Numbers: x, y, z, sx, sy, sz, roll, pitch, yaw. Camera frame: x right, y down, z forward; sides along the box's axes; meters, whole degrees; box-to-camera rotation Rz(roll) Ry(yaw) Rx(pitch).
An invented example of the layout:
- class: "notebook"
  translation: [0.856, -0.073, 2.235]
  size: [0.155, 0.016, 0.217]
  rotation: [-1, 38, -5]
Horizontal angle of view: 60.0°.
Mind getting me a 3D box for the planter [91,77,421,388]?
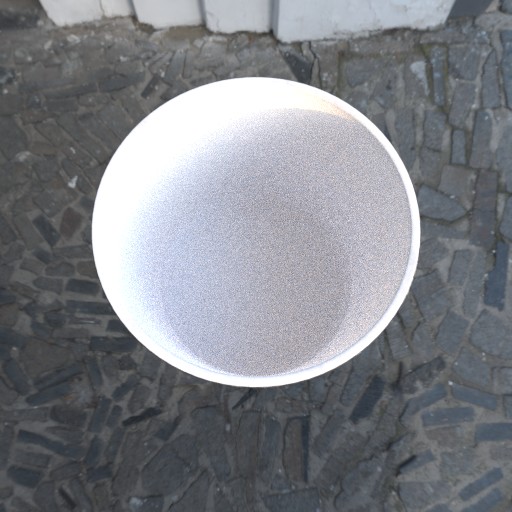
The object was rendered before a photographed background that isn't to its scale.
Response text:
- class: "planter"
  translation: [0.000, 0.000, 0.315]
  size: [0.178, 0.157, 0.178]
  rotation: [0, 74, 0]
